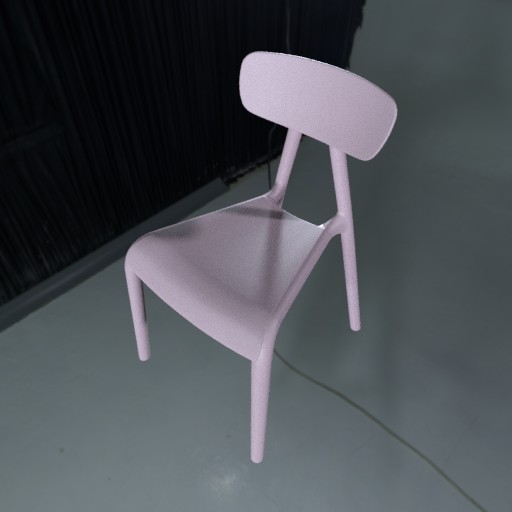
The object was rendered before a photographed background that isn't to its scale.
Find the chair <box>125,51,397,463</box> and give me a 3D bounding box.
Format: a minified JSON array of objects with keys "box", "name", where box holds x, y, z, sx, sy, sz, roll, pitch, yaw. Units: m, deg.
[{"box":[0.000,0.000,0.810,0.356,0.580,0.401,32,54,27],"name":"chair"}]
